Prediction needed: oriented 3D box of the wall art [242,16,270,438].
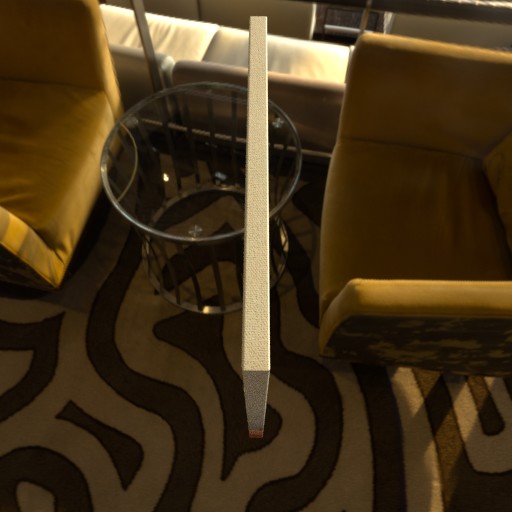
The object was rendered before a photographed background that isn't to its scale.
[{"bbox_3d":[0.000,0.000,0.880,0.034,0.605,0.605,0,61,0],"label":"wall art"}]
